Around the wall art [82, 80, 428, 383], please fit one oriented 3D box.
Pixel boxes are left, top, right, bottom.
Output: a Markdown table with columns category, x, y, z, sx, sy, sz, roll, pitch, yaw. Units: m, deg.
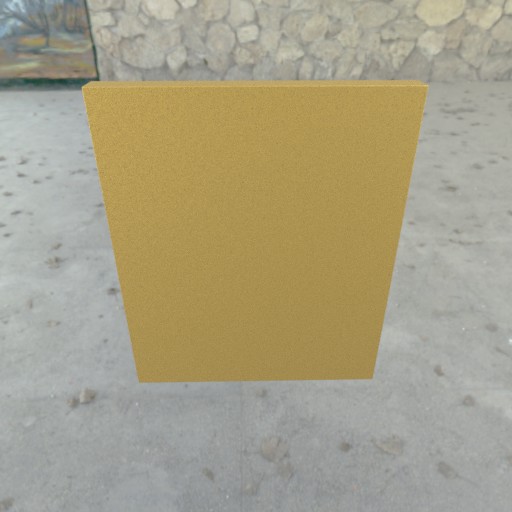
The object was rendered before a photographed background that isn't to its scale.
| category | x | y | z | sx | sy | sz | roll | pitch | yaw |
| --- | --- | --- | --- | --- | --- | --- | --- | --- | --- |
| wall art | 0.000 | 0.000 | 0.871 | 0.537 | 0.642 | 0.048 | -1 | 31 | -1 |
